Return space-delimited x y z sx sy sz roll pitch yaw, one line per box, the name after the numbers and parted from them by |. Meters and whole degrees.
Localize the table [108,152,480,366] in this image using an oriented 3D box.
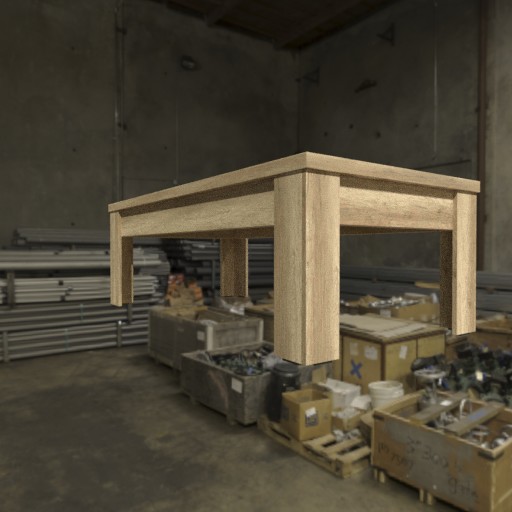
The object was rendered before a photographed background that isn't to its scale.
0.000 0.000 1.688 0.700 0.460 1.350 -1 1 -35 | table
